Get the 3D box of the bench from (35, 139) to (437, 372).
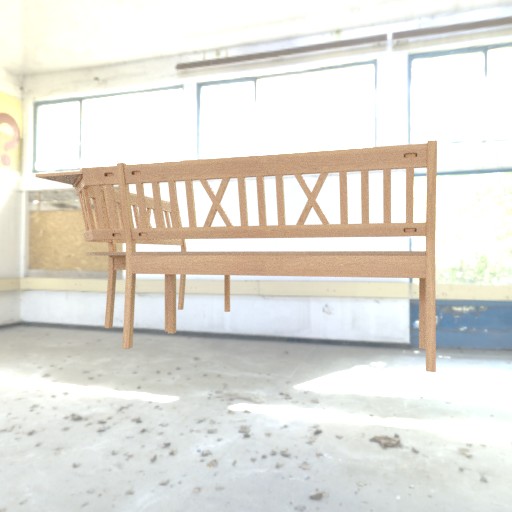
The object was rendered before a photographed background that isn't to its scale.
[{"bbox_3d":[0.000,0.000,2.713,1.937,0.902,1.537,0,0,18],"label":"bench"}]
